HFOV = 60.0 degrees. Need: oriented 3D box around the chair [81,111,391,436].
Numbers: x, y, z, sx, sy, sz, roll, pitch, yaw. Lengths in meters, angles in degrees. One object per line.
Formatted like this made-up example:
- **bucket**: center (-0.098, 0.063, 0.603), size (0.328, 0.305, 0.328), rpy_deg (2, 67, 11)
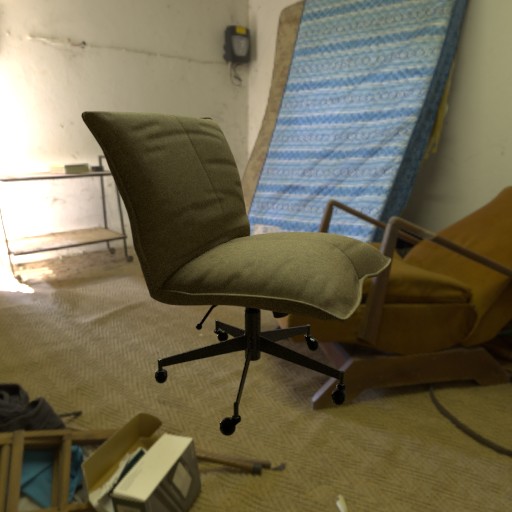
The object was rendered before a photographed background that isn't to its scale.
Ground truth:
- **chair**: center (0.000, 0.000, 1.294), size (0.696, 0.811, 0.597), rpy_deg (7, 16, 26)
